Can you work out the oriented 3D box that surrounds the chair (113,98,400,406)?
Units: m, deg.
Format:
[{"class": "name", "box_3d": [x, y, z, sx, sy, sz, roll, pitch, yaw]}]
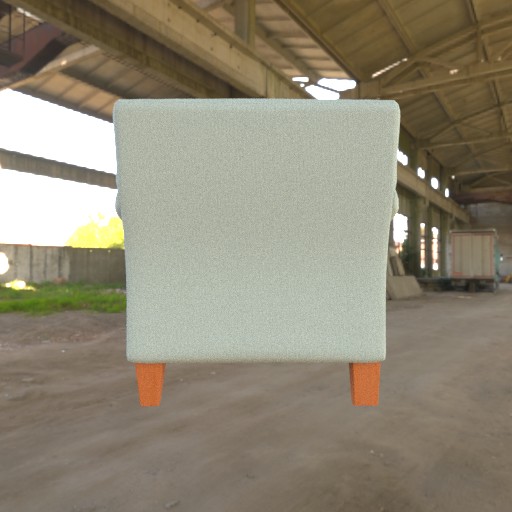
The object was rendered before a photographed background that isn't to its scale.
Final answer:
[{"class": "chair", "box_3d": [0.000, 0.000, 1.858, 0.955, 1.038, 1.070, 0, -1, 0]}]
